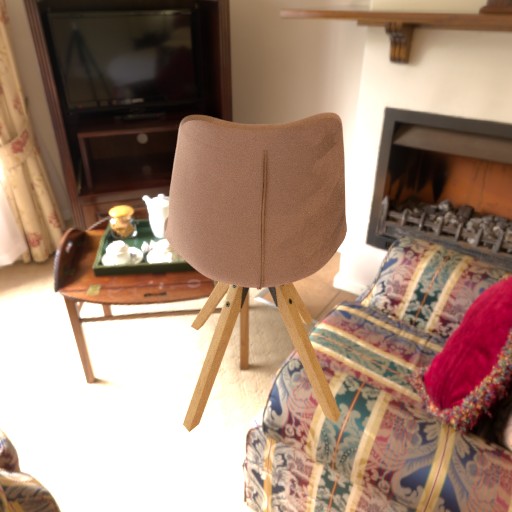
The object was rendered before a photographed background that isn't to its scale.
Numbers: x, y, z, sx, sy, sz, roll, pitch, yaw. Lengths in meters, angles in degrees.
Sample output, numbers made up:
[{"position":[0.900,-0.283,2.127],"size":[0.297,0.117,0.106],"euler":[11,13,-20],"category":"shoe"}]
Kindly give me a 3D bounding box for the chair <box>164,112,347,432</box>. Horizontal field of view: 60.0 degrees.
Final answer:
[{"position":[0.000,0.000,1.178],"size":[0.485,0.850,0.550],"euler":[-2,31,-4],"category":"chair"}]
